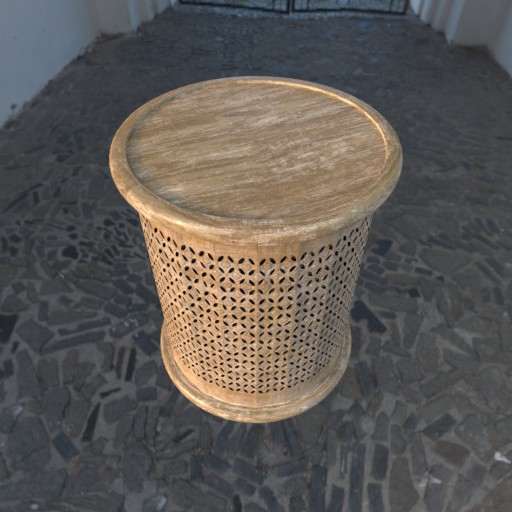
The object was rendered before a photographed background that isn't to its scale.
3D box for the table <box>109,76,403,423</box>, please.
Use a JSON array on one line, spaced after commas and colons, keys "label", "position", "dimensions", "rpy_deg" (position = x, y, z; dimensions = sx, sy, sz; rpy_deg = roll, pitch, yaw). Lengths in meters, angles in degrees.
[{"label": "table", "position": [0.000, 0.000, 0.795], "dimensions": [0.407, 0.482, 0.407], "rpy_deg": [0, 45, 0]}]
